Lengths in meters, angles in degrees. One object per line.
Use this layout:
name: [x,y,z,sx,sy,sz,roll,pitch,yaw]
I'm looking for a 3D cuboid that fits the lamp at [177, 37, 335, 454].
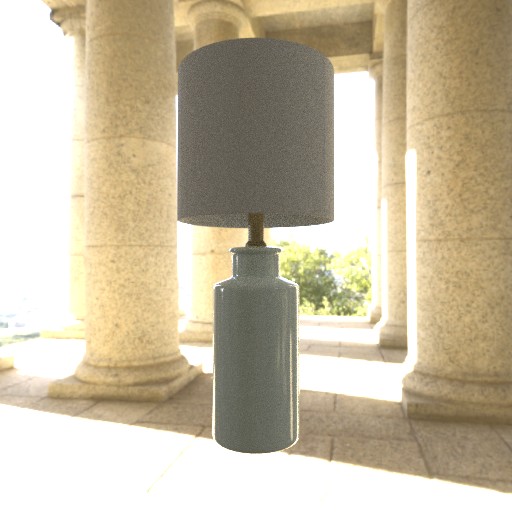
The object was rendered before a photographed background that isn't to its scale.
lamp: [0.000,0.000,0.604,0.212,0.493,0.212,0,-1,-17]
